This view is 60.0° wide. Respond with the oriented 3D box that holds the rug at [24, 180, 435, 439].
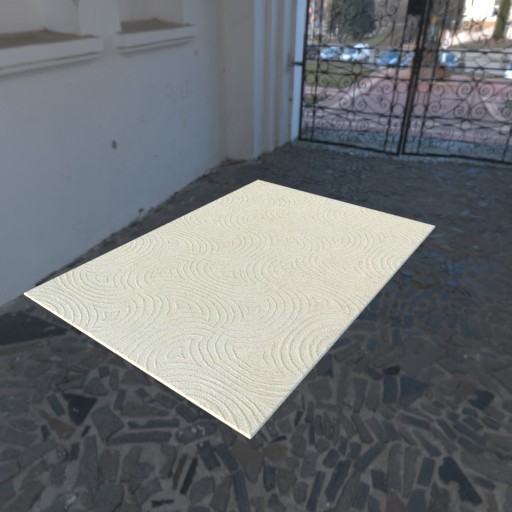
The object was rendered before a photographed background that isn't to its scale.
[{"bbox_3d":[0.000,0.000,2.730,1.526,0.015,2.132,20,36,31],"label":"rug"}]
